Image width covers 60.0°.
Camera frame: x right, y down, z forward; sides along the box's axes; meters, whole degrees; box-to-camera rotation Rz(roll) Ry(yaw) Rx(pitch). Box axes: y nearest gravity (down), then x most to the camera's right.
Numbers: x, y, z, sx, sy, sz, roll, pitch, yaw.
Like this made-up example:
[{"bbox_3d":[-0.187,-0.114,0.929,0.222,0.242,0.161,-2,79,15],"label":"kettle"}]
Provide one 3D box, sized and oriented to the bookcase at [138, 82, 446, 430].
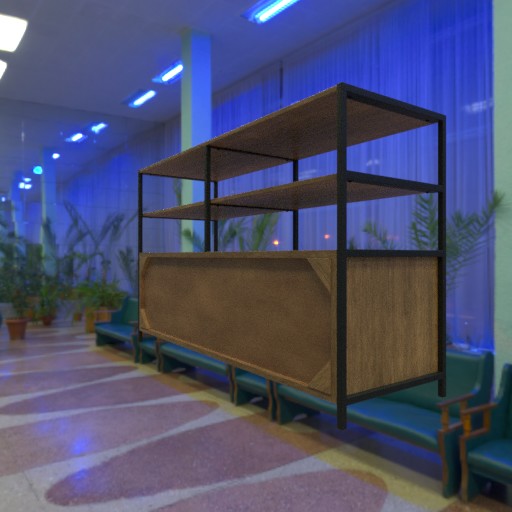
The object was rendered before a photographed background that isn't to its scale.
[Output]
[{"bbox_3d":[0.000,0.000,1.483,0.391,0.712,1.149,0,0,-35],"label":"bookcase"}]
